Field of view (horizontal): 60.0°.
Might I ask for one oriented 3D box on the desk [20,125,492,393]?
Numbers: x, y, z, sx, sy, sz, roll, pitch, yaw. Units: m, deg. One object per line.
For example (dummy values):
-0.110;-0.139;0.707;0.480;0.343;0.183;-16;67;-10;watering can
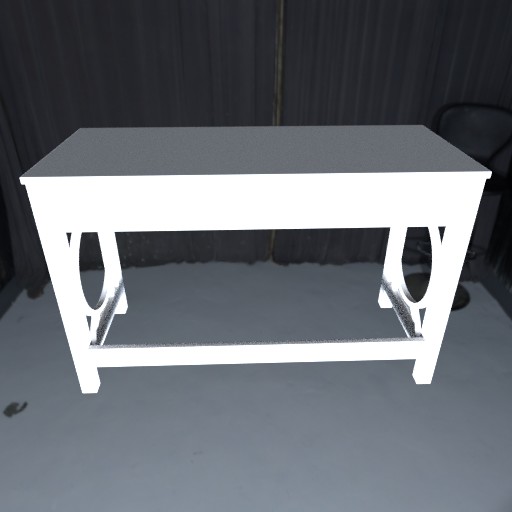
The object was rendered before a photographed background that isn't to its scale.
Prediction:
0.000;0.000;1.523;1.191;0.762;0.504;-1;30;-2;desk
